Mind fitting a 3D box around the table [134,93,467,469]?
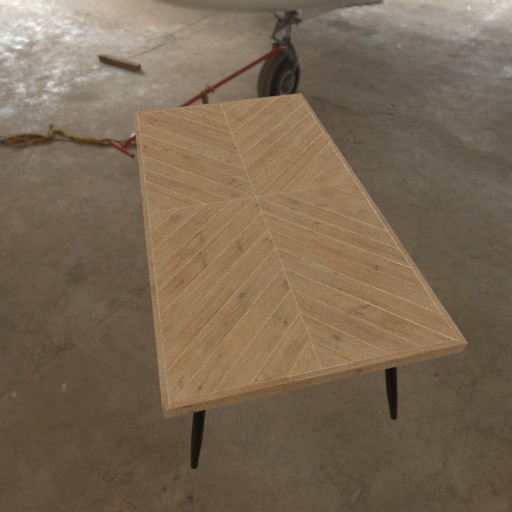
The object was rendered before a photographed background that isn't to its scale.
[{"bbox_3d":[0.000,0.000,2.251,0.991,0.762,1.803,-10,47,-9],"label":"table"}]
